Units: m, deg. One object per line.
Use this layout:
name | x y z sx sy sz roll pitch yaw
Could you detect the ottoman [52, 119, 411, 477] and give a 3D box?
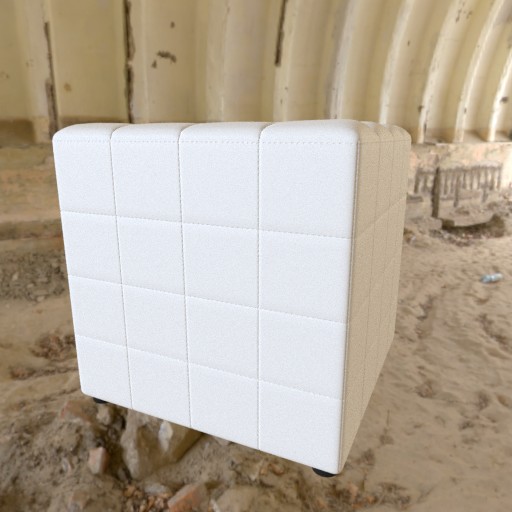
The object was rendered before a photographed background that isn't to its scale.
ottoman | 0.000 0.000 0.754 0.425 0.432 0.425 7 17 24
